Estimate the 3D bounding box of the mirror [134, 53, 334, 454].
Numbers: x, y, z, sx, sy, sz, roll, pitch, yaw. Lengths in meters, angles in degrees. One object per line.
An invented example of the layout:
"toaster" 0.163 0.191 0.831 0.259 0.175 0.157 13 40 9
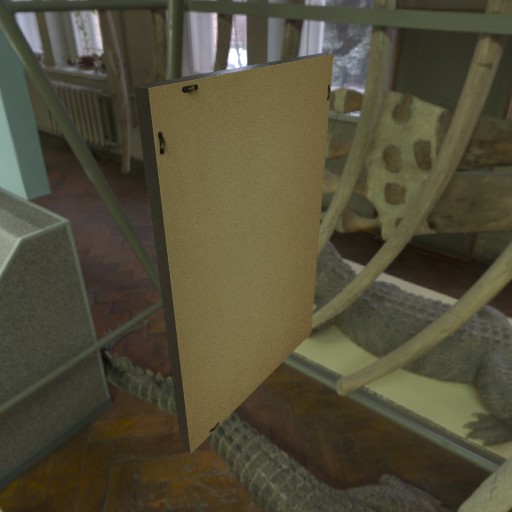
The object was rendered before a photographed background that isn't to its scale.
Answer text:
"mirror" 0.000 0.000 1.154 0.041 0.915 0.609 21 36 31
